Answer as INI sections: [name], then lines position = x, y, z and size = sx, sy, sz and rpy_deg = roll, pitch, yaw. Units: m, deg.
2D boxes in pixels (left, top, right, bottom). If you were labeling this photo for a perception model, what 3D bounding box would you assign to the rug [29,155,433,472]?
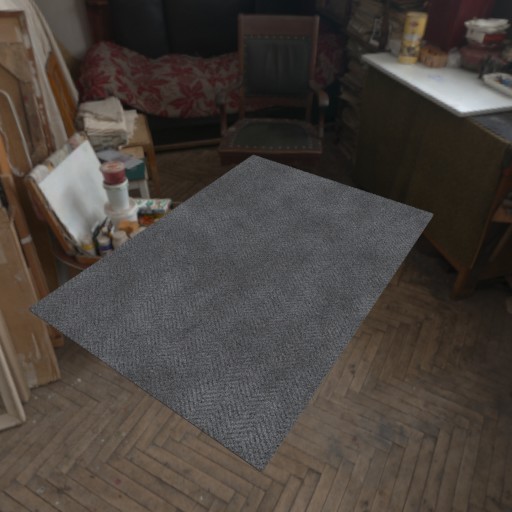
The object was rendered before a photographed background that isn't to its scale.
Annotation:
[rug]
position = 0.000, 0.000, 2.868
size = 1.600, 0.008, 2.235
rpy_deg = 24, 46, 26
